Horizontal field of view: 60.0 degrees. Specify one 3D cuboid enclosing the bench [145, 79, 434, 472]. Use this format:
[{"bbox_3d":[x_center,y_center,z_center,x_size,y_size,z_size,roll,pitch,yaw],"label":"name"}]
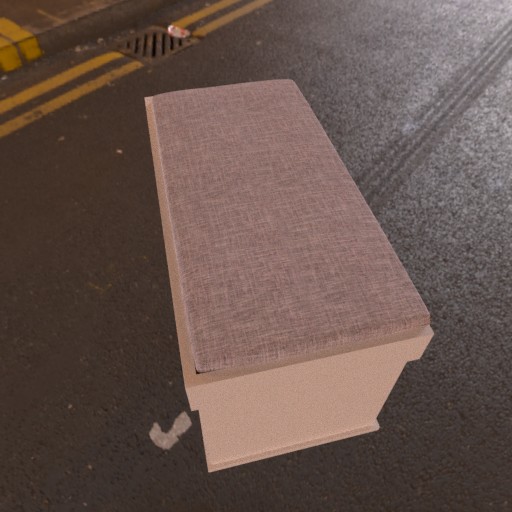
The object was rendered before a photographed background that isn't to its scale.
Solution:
[{"bbox_3d":[0.000,0.000,0.982,0.362,0.461,0.734,-10,50,-9],"label":"bench"}]
